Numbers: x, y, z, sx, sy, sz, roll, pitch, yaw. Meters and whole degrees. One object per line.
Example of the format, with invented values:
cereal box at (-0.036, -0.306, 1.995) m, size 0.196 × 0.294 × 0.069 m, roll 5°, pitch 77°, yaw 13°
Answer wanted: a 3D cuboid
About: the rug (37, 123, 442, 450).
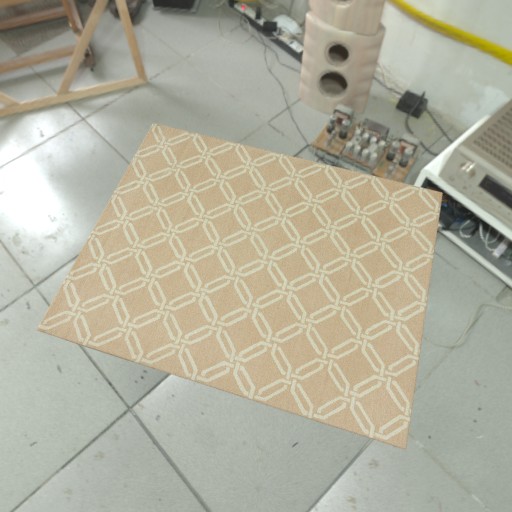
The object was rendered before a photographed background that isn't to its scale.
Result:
rug at (0.000, 0.000, 3.783) m, size 2.895 × 0.018 × 2.288 m, roll 15°, pitch 63°, yaw 8°
